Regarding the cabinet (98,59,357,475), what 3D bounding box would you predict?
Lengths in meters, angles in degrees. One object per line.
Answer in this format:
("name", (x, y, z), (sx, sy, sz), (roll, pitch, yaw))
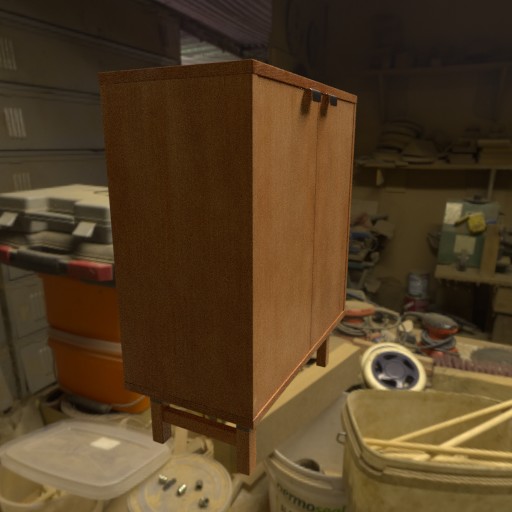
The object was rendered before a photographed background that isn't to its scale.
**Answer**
("cabinet", (0.000, 0.000, 1.395), (0.419, 1.001, 0.800), (7, 16, 26))
